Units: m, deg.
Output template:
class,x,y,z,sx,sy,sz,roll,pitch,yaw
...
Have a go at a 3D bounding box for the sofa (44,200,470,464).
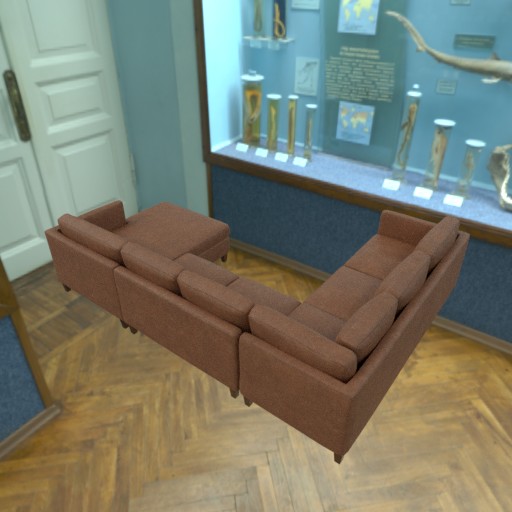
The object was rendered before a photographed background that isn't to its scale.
class,x,y,z,sx,sy,sz,roll,pitch,yaw
sofa,0.000,0.000,4.563,3.460,0.923,2.593,22,39,31
